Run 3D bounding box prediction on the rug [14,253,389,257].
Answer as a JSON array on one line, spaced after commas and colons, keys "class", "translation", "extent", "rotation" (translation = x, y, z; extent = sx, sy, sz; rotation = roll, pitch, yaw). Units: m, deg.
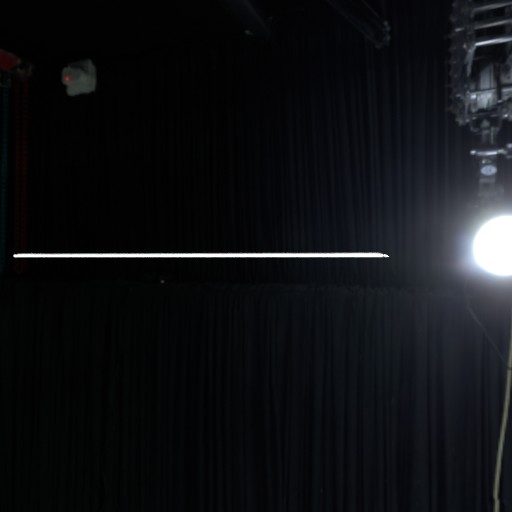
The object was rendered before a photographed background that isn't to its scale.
[{"class": "rug", "translation": [0.000, 0.000, 2.804], "extent": [1.598, 0.014, 2.202], "rotation": [0, 0, 17]}]
